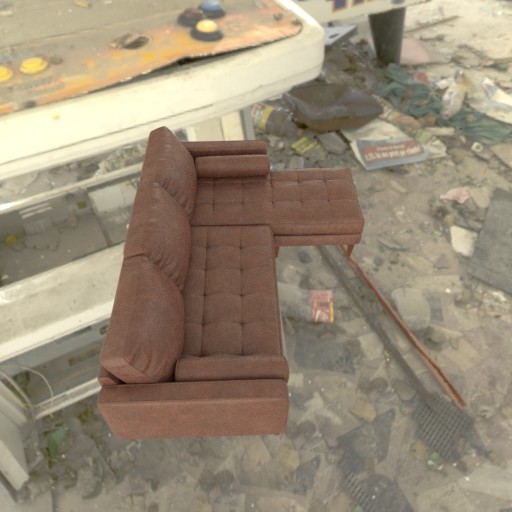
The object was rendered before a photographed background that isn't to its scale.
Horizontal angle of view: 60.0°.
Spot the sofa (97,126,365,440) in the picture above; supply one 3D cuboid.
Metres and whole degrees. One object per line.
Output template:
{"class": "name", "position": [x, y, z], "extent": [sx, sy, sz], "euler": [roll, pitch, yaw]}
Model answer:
{"class": "sofa", "position": [0.000, 0.000, 2.960], "extent": [1.613, 0.841, 2.185], "euler": [-2, 49, -1]}
